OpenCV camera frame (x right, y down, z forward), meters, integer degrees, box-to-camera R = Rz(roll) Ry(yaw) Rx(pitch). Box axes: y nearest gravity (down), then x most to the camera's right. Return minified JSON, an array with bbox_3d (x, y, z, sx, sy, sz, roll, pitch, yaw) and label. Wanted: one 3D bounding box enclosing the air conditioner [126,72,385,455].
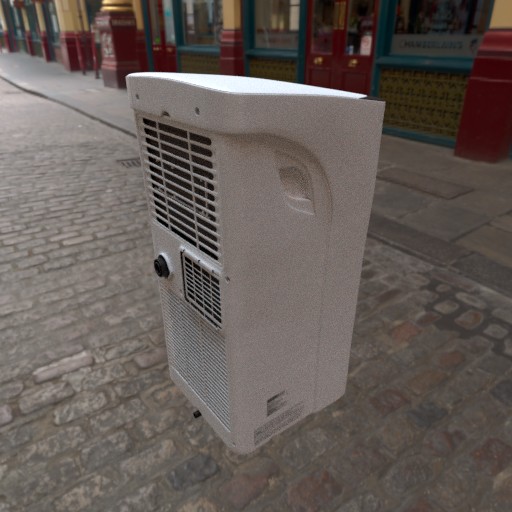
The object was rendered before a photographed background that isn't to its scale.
[{"bbox_3d":[0.000,0.000,0.924,0.369,0.716,0.352,-18,32,-33],"label":"air conditioner"}]
